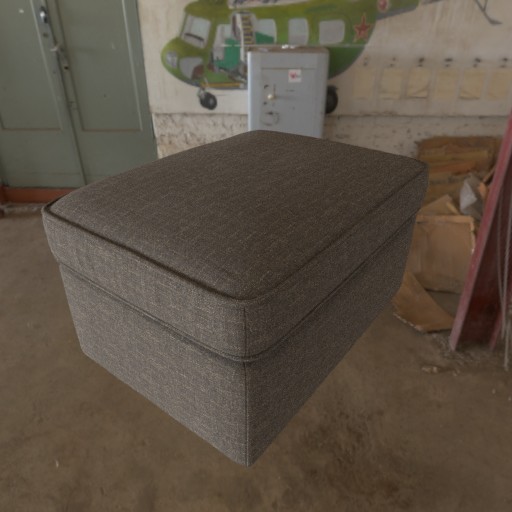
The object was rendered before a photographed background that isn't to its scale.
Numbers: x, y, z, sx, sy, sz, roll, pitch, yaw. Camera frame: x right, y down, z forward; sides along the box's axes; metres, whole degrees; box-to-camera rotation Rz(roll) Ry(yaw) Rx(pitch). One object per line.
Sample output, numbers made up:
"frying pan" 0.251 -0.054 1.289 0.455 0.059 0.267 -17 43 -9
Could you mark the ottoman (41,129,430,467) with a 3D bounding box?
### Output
"ottoman" 0.000 0.000 1.054 0.549 0.450 0.749 21 37 31
